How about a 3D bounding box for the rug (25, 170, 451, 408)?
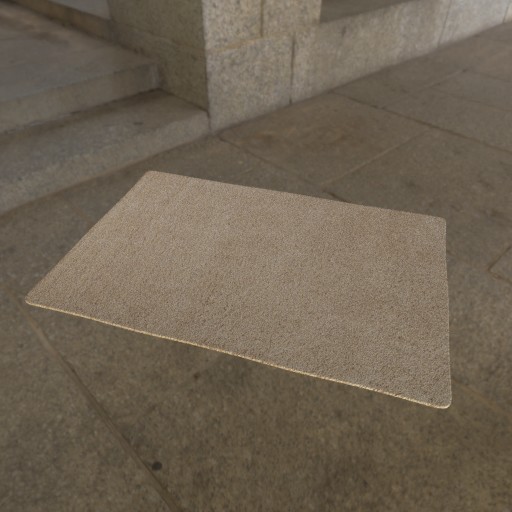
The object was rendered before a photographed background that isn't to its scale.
[{"bbox_3d":[0.000,0.000,3.283,2.700,0.024,1.801,11,42,13],"label":"rug"}]
